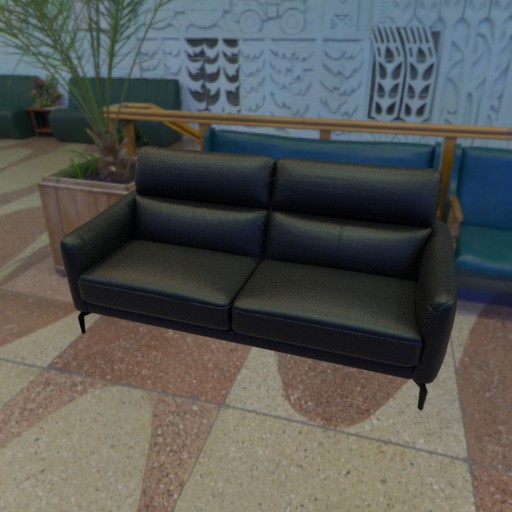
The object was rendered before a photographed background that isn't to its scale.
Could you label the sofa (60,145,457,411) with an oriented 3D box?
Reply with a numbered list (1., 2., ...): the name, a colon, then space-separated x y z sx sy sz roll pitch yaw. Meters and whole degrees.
1. sofa: 0.000 0.000 2.501 2.069 0.957 0.856 8 28 16
